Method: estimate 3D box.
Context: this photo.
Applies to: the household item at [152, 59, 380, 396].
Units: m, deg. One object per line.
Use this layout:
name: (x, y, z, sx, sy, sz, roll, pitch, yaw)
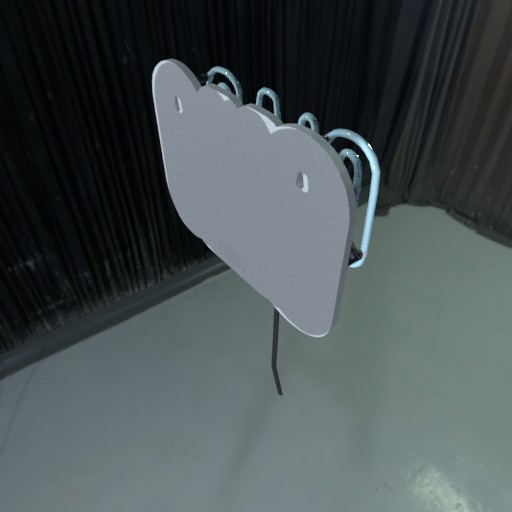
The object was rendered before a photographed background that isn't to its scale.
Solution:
household item: (0.000, 0.000, 0.380, 0.042, 0.294, 0.211, -28, 49, -28)
